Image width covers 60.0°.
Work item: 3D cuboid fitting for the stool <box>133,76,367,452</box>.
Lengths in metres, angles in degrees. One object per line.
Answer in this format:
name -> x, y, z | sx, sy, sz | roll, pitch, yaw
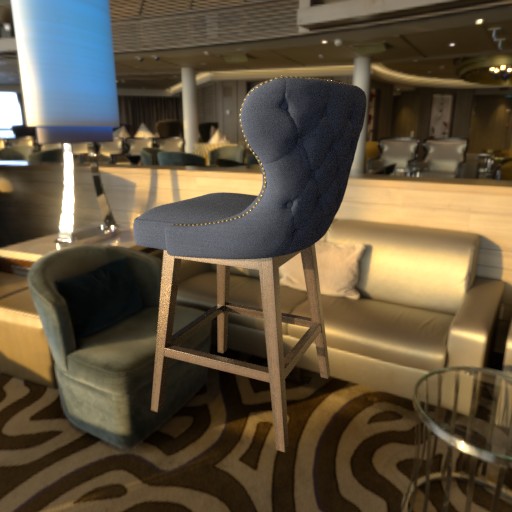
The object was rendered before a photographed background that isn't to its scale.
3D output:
stool -> 0.000, 0.000, 1.370 | 0.597, 0.972, 0.615 | 7, 17, 24
